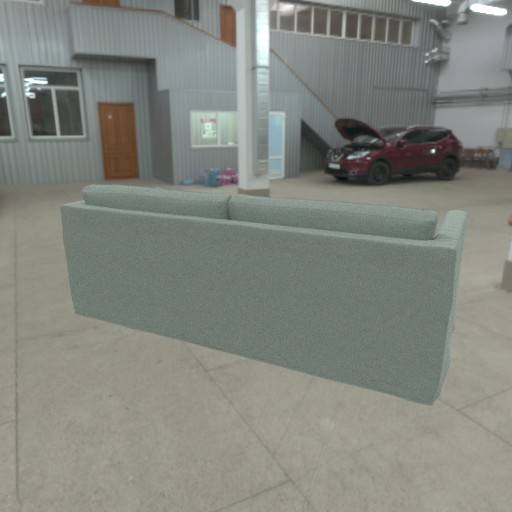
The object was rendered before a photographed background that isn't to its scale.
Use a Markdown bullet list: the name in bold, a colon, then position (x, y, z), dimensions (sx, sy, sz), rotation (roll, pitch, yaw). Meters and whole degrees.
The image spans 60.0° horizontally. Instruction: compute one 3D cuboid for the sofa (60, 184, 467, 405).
- **sofa**: position (0.000, 0.000, 2.736), dimensions (2.312, 0.853, 0.962), rotation (8, 18, 26)
